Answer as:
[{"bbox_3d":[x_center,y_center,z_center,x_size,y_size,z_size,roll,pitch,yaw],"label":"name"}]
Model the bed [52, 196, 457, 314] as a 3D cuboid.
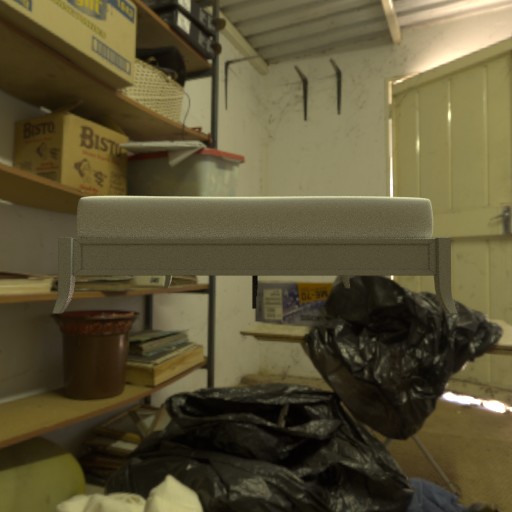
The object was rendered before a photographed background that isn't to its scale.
[{"bbox_3d":[0.000,0.000,2.811,1.604,0.510,2.108,0,-1,0],"label":"bed"}]
